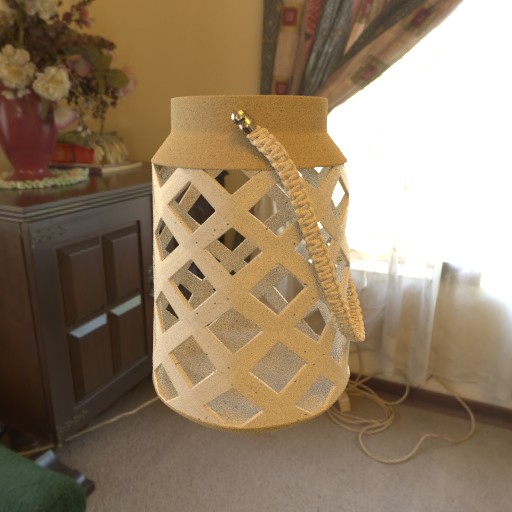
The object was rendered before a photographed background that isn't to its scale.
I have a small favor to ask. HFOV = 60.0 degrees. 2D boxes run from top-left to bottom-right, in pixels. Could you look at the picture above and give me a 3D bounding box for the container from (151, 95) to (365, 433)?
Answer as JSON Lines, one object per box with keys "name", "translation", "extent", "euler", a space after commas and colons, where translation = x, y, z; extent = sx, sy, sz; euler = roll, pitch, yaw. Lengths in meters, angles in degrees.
{"name": "container", "translation": [0.000, 0.000, 0.342], "extent": [0.172, 0.229, 0.163], "euler": [2, 17, 8]}
